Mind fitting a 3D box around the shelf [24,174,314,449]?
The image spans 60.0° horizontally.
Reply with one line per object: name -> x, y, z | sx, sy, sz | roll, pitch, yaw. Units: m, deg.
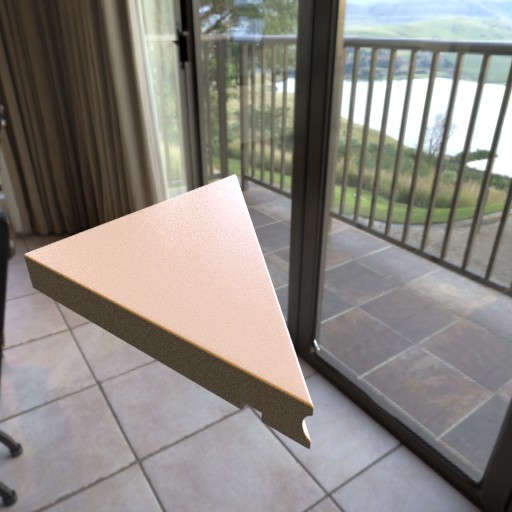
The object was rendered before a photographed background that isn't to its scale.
shelf -> 0.000, 0.000, 0.427 | 0.296, 0.035, 0.296 | 19, 33, 32
